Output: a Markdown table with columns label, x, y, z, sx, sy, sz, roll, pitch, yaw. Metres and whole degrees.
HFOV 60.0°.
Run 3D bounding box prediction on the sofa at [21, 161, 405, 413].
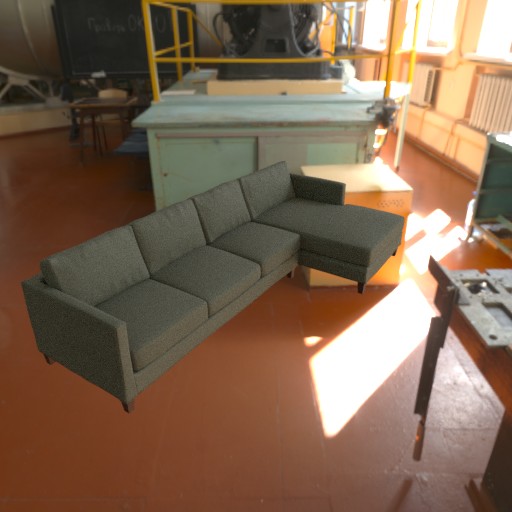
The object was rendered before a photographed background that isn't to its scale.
| label | x | y | z | sx | sy | sz | roll | pitch | yaw |
| --- | --- | --- | --- | --- | --- | --- | --- | --- | --- |
| sofa | 0.000 | 0.000 | 3.790 | 1.625 | 0.861 | 3.186 | 17 | 31 | 30 |
